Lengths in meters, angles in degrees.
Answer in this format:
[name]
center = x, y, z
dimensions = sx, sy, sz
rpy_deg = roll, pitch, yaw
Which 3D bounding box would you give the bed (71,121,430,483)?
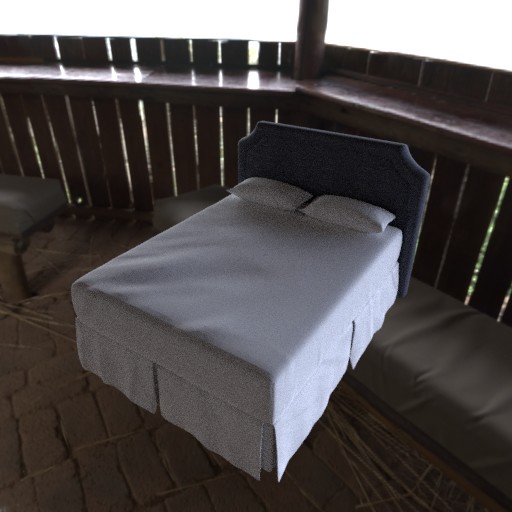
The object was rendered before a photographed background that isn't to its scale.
[bed]
center = 0.000, 0.000, 3.108
dimensions = 1.693, 1.290, 2.116
rpy_deg = 19, 35, 28
